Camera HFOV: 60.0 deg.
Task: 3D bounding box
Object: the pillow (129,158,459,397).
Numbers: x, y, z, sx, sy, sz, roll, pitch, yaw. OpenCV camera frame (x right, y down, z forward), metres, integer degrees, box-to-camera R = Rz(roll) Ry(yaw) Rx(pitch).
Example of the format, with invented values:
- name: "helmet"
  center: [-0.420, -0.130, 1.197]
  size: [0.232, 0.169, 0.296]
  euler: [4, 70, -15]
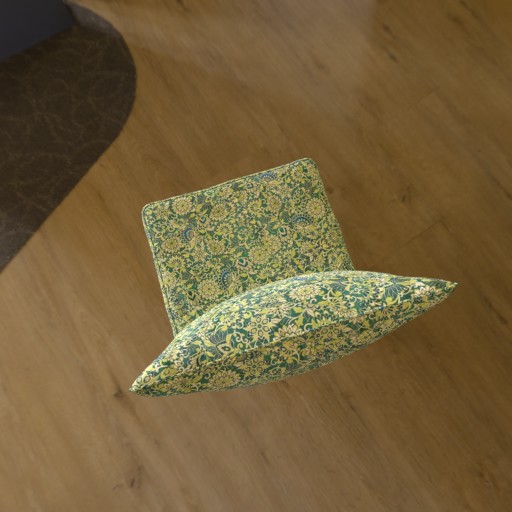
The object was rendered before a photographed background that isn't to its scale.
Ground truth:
- name: "pillow"
  center: [0.000, 0.000, 1.372]
  size: [0.798, 0.722, 0.740]
  euler: [-17, 77, -4]
